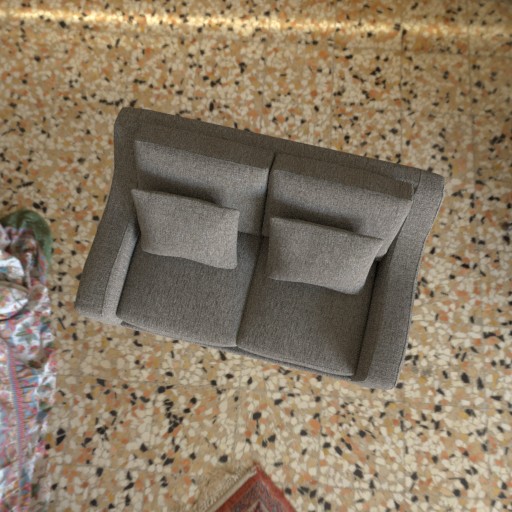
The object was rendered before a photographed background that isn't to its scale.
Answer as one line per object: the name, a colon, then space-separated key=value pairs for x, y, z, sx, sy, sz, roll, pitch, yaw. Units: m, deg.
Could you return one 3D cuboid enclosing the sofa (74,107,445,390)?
sofa: x=0.000 y=0.000 z=2.515 sx=1.778 sy=0.991 sz=1.120 roll=13 pitch=76 yaw=3
